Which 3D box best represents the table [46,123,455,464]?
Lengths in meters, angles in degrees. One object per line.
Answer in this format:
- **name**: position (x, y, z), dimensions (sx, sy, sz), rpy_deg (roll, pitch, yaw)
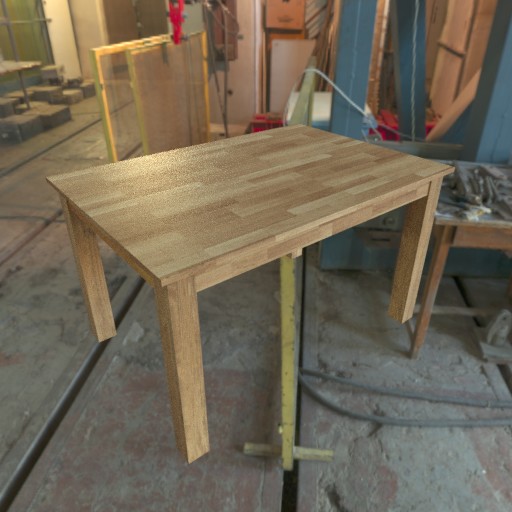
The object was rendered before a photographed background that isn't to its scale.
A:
- **table**: position (0.000, 0.000, 1.896), dimensions (1.300, 0.750, 0.900), rpy_deg (-22, 37, -33)
